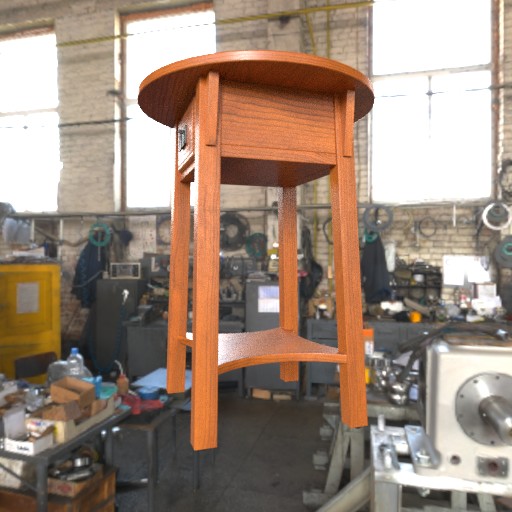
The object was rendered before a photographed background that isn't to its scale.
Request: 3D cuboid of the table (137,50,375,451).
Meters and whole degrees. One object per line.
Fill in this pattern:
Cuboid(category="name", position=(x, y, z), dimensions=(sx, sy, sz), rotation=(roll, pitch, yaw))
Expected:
Cuboid(category="table", position=(0.000, 0.000, 0.882), dimensions=(0.457, 0.610, 0.457), rotation=(0, 0, 0))
